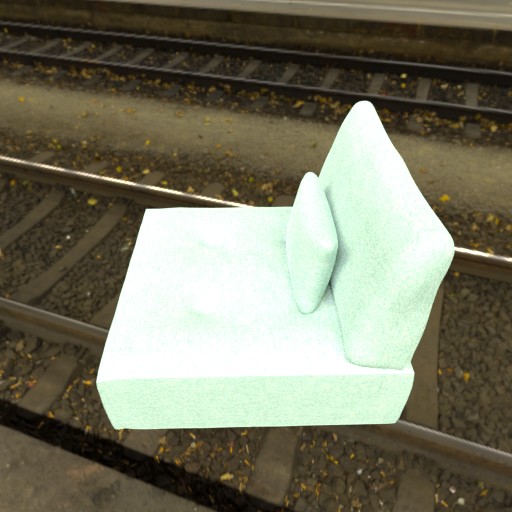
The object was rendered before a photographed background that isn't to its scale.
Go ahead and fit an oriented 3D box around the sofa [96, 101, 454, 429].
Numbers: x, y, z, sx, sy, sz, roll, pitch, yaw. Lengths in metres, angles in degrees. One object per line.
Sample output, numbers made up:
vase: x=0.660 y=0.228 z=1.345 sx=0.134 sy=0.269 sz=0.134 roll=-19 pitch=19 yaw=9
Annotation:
sofa: x=0.000 y=0.000 z=1.638 sx=1.000 sy=0.820 sz=0.930 roll=-1 pitch=40 yaw=-1
